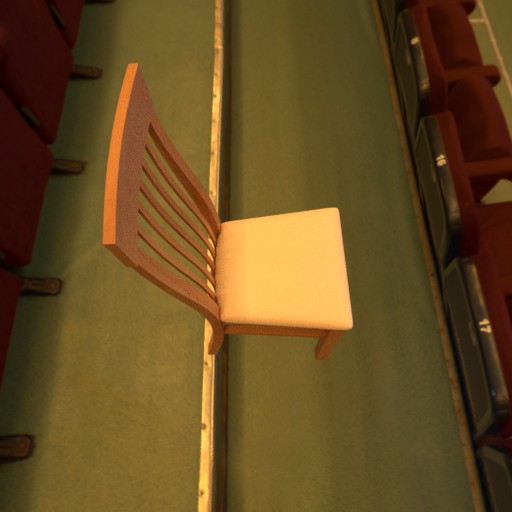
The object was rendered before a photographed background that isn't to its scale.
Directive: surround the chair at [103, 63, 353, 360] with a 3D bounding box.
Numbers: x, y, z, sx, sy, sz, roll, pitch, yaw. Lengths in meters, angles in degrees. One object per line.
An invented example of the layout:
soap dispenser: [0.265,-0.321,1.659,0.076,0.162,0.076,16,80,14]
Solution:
chair: [0.000,0.000,1.355,0.580,1.050,0.450,-1,64,-1]
